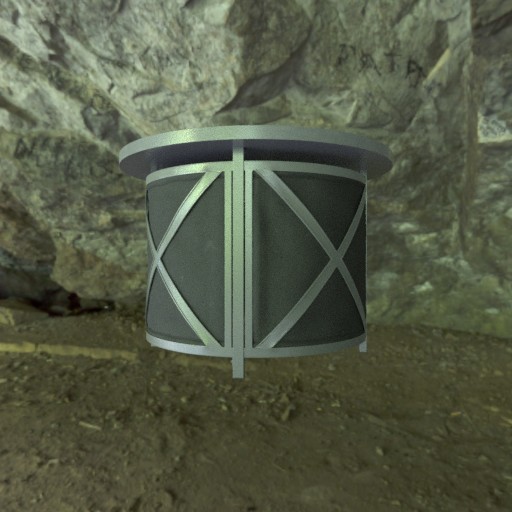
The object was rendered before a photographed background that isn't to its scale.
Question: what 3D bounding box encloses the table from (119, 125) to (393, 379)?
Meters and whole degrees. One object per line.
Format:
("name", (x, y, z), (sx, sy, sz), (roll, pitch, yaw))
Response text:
("table", (0.000, 0.000, 1.551), (0.914, 0.650, 0.914), (0, 0, 0))
